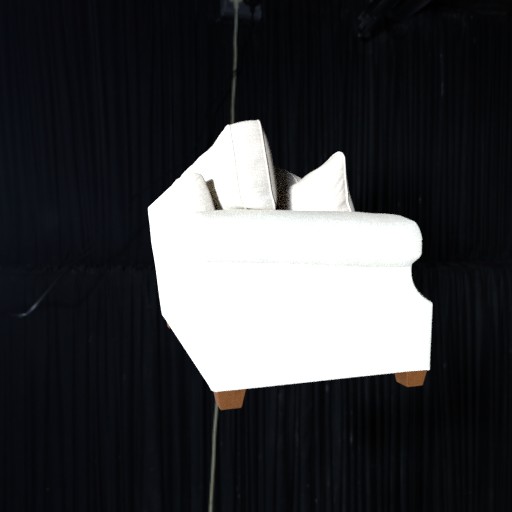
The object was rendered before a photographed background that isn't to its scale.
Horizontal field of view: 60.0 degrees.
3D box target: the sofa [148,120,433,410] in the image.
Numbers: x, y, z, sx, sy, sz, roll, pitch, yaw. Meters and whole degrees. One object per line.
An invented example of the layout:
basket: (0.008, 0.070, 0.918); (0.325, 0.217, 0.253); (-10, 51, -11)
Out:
sofa: (0.000, 0.000, 2.277); (0.966, 0.966, 1.701); (-1, 2, -18)
